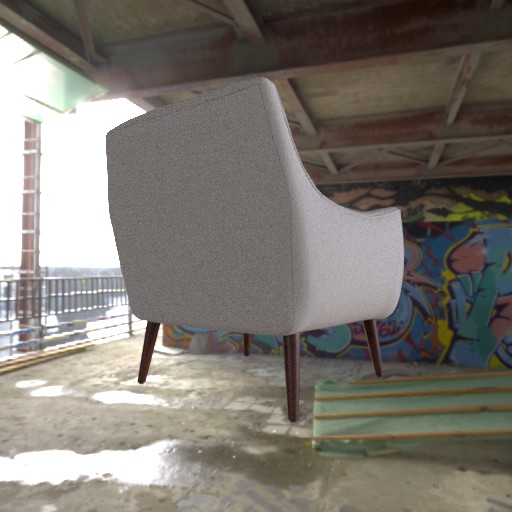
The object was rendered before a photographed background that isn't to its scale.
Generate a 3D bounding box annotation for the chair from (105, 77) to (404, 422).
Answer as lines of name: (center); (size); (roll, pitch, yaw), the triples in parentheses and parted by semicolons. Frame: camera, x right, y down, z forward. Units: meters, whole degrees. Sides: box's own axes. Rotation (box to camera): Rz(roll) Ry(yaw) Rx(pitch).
chair: (0.000, 0.000, 1.476); (0.762, 0.838, 0.787); (-1, -2, 37)
